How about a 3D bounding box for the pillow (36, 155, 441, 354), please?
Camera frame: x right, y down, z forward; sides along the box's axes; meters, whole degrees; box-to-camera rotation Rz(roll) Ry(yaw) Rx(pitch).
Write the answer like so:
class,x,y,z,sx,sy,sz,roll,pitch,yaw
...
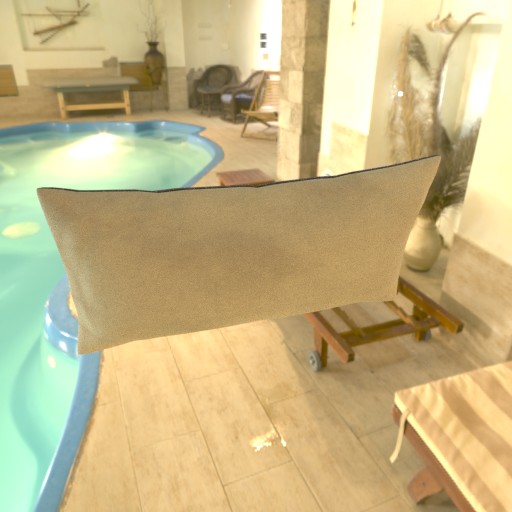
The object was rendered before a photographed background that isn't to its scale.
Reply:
class,x,y,z,sx,sy,sz,roll,pitch,yaw
pillow,0.000,0.000,0.732,0.608,0.305,0.156,-8,28,-15
